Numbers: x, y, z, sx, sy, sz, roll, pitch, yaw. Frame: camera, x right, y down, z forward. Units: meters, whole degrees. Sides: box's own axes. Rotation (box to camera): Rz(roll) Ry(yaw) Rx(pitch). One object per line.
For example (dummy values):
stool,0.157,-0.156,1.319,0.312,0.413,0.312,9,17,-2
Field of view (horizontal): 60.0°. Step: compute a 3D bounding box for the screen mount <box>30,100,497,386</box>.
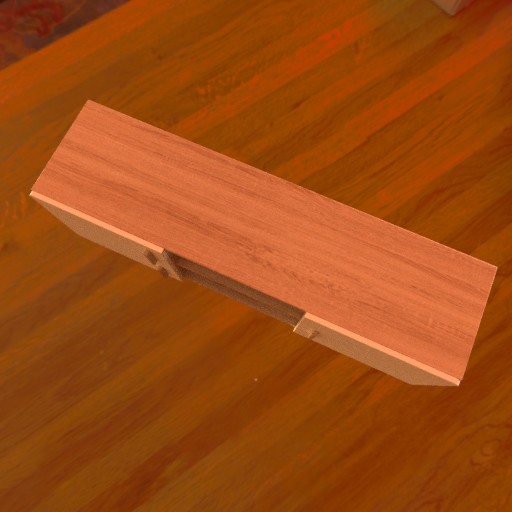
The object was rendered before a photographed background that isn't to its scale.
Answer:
screen mount,0.000,0.000,1.719,1.500,0.570,0.420,23,76,6
